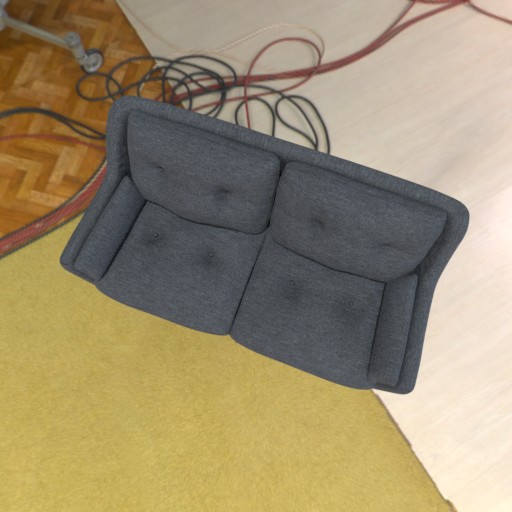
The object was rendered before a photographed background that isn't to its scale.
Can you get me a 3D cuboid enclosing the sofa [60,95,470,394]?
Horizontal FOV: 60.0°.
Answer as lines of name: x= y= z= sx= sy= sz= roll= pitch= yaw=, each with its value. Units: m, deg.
sofa: x=0.000 y=0.000 z=2.442 sx=1.929 sy=0.896 sz=0.975 roll=19 pitch=74 yaw=6
